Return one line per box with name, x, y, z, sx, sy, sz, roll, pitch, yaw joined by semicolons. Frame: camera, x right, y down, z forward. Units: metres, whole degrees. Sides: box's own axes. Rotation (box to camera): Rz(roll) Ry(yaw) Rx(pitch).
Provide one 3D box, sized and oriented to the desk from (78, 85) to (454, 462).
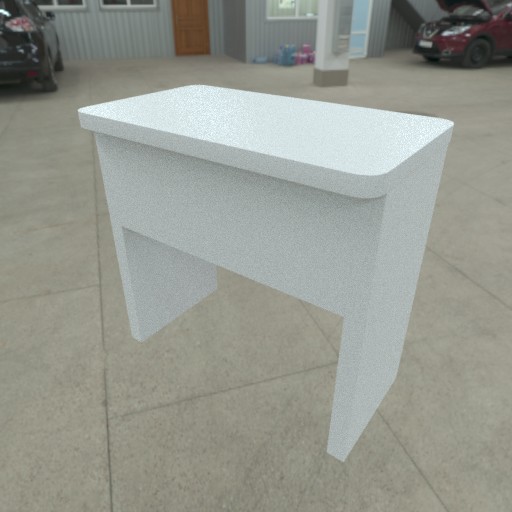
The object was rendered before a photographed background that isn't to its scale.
desk;0.000;0.000;1.223;0.790;0.760;0.446;20;36;31
